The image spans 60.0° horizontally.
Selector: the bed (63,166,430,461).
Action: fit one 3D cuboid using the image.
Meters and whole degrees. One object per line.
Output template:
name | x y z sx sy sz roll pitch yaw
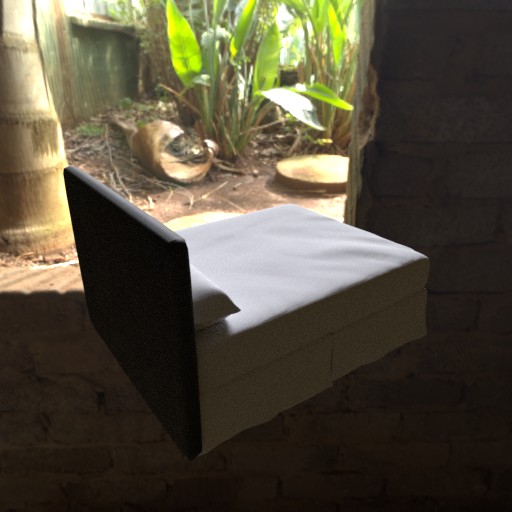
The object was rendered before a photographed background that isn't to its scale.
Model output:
bed | 0.000 0.000 3.255 2.142 1.330 1.723 -17 30 -32
